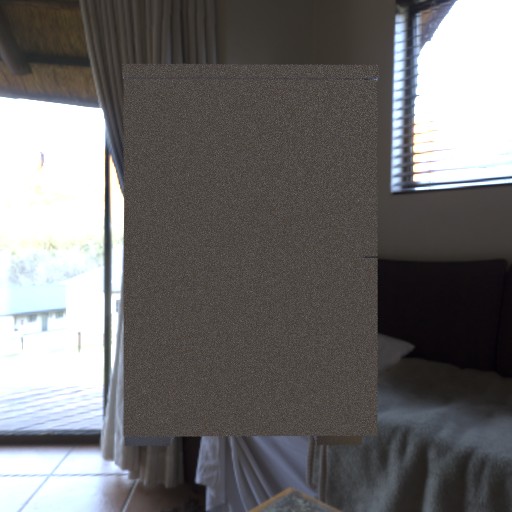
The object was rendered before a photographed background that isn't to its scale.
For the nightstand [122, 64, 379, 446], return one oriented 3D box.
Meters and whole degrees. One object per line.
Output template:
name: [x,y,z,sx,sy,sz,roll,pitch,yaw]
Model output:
nightstand: [0.000,0.000,0.753,0.325,0.460,0.441,0,0,-1]
